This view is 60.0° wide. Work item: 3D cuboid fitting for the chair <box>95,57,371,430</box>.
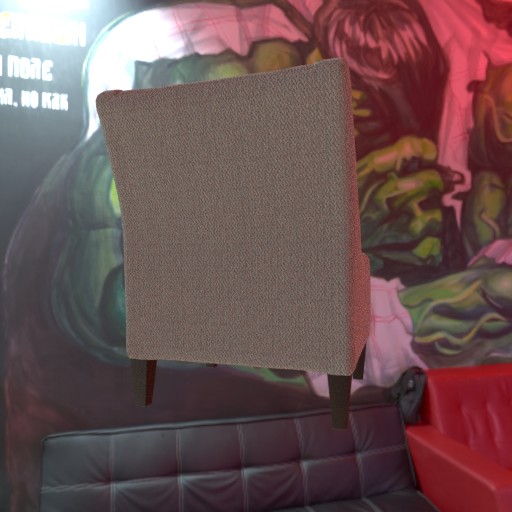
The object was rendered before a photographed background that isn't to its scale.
[{"bbox_3d":[0.000,0.000,1.616,0.774,1.014,0.870,0,-1,18],"label":"chair"}]
